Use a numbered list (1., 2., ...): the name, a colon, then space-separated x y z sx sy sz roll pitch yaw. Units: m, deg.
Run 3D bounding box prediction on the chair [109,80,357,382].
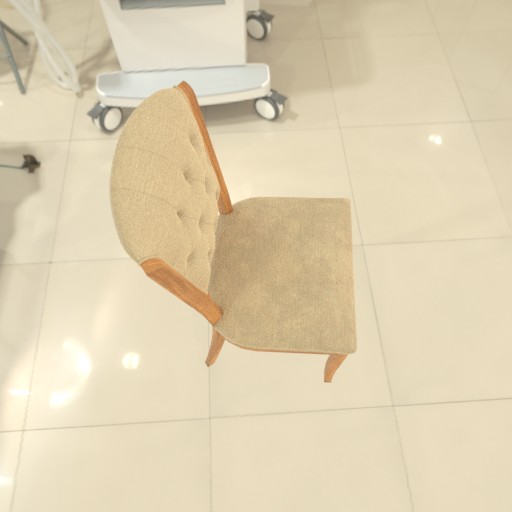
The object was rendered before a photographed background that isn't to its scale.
1. chair: 0.000 0.000 1.284 0.584 0.905 0.513 3 63 2
